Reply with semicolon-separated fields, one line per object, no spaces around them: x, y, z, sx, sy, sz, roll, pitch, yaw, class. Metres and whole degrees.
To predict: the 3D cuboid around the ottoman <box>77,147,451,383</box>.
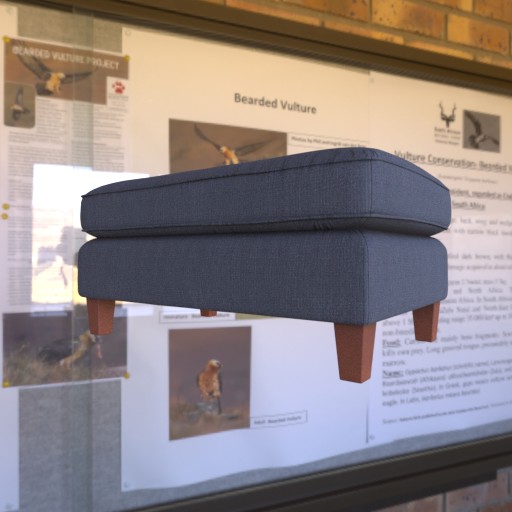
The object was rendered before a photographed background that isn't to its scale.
0.000;0.000;1.192;0.885;0.438;0.570;0;0;36;ottoman
